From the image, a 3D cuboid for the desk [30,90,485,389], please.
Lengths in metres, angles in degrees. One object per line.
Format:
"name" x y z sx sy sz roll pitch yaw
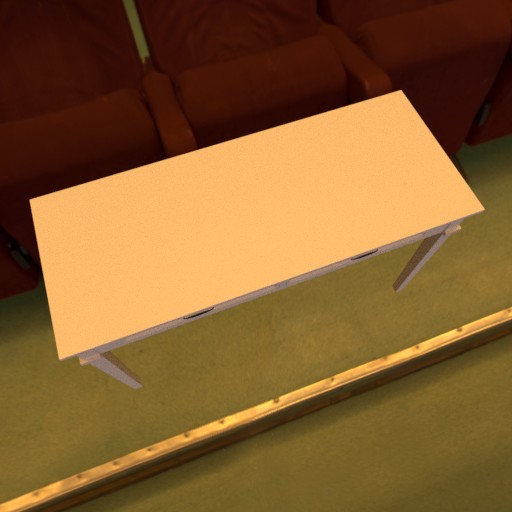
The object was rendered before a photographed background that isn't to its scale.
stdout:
"desk" 0.000 0.000 1.789 1.372 0.774 0.559 -19 66 -9
